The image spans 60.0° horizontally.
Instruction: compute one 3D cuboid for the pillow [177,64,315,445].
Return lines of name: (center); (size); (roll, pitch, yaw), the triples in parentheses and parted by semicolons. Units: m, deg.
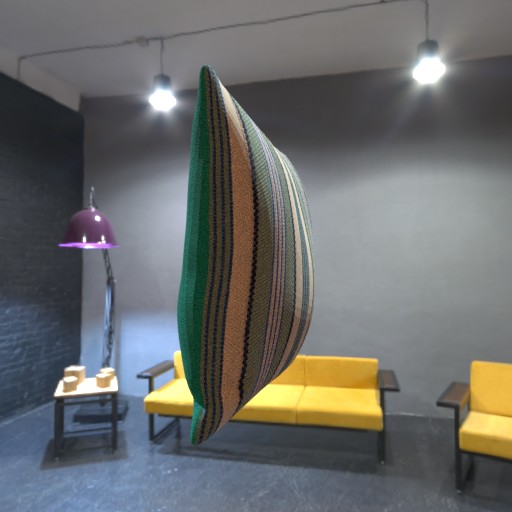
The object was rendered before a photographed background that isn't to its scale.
pillow: (0.000, 0.000, 0.710); (0.182, 0.441, 0.440); (0, -2, 16)
